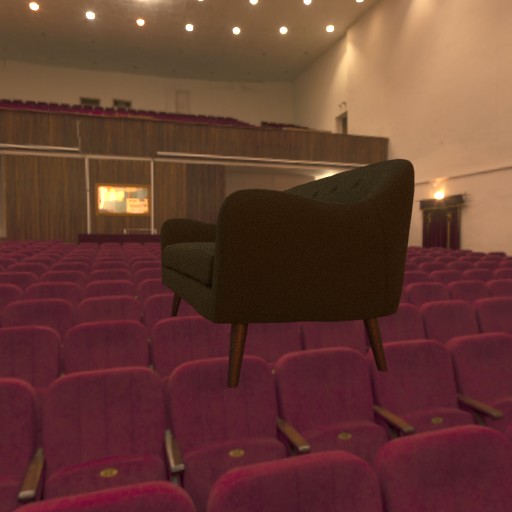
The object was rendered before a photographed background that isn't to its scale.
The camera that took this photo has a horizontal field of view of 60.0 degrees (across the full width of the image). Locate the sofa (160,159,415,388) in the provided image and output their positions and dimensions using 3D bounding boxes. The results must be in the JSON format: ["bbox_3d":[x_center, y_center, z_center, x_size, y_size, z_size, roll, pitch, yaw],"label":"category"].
[{"bbox_3d":[0.000,0.000,2.314,0.820,0.836,1.840,-1,2,-18],"label":"sofa"}]
